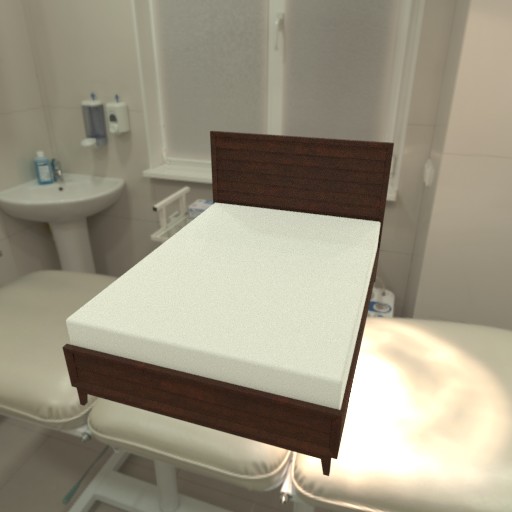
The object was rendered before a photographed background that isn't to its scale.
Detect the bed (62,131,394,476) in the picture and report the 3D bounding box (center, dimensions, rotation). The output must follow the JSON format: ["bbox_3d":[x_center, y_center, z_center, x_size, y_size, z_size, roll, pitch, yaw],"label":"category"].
[{"bbox_3d":[0.000,0.000,3.147,1.600,1.270,2.184,9,27,17],"label":"bed"}]
